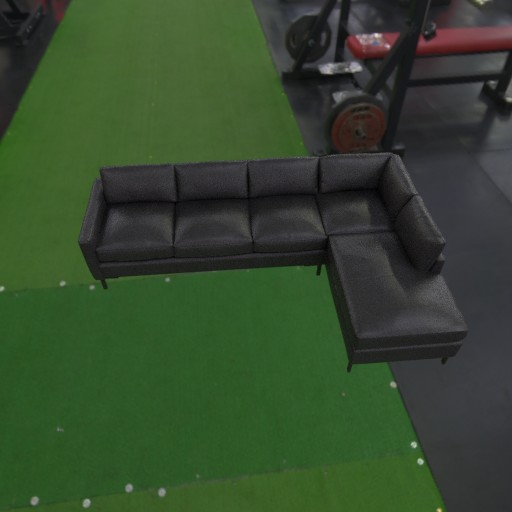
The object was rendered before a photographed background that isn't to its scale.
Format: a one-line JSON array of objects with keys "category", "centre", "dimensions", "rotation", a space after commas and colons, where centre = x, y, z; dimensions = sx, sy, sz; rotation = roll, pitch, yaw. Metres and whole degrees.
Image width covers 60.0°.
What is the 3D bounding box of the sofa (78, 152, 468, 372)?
[{"category": "sofa", "centre": [0.000, 0.000, 3.840], "dimensions": [2.984, 0.877, 1.938], "rotation": [-4, 46, -3]}]
